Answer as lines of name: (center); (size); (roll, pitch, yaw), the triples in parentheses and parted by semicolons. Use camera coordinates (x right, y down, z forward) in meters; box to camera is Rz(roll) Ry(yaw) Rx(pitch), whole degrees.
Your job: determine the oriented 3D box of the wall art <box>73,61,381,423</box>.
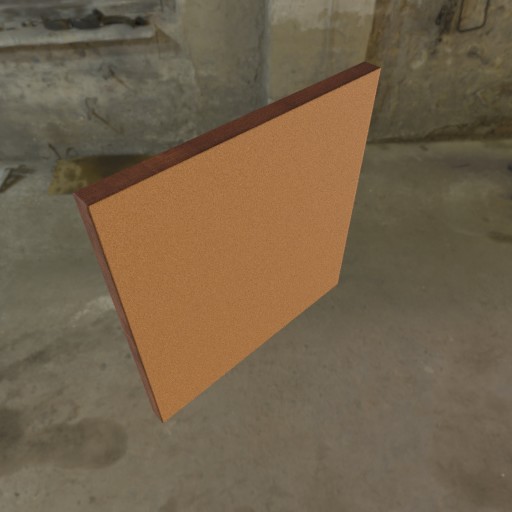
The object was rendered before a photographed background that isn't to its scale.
wall art: (0.000, 0.000, 0.847); (0.554, 0.572, 0.037); (-33, 54, -28)
